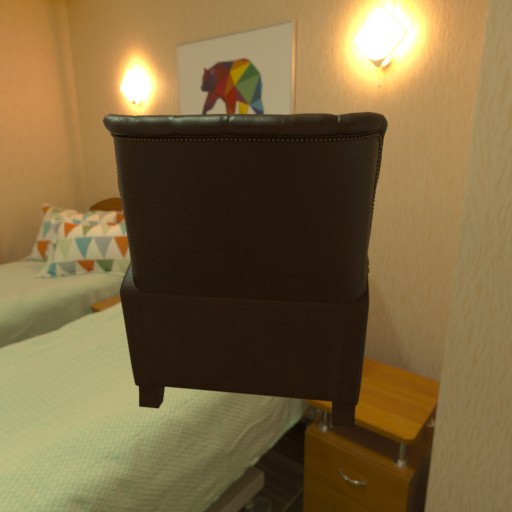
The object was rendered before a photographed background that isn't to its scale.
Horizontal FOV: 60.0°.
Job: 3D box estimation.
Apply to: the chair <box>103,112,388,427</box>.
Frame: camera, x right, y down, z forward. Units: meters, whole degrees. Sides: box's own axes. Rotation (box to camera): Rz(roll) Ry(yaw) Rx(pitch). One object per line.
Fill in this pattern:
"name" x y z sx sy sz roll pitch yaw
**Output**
"chair" 0.000 0.000 1.443 0.709 0.864 0.823 2 16 9
